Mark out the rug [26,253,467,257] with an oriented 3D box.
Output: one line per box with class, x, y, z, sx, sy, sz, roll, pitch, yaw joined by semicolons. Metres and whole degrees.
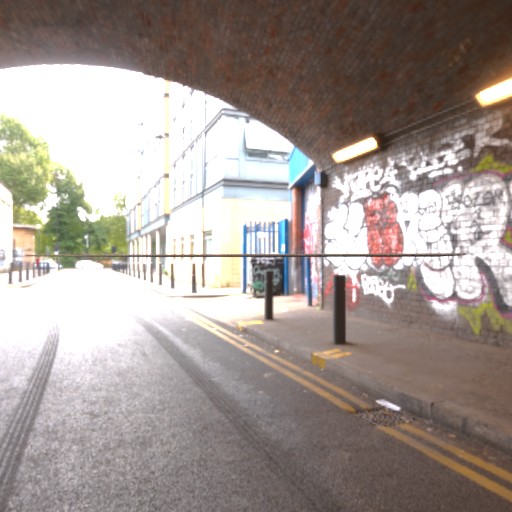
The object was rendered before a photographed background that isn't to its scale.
rug;0.000;0.000;3.019;2.457;0.009;1.512;0;0;19
